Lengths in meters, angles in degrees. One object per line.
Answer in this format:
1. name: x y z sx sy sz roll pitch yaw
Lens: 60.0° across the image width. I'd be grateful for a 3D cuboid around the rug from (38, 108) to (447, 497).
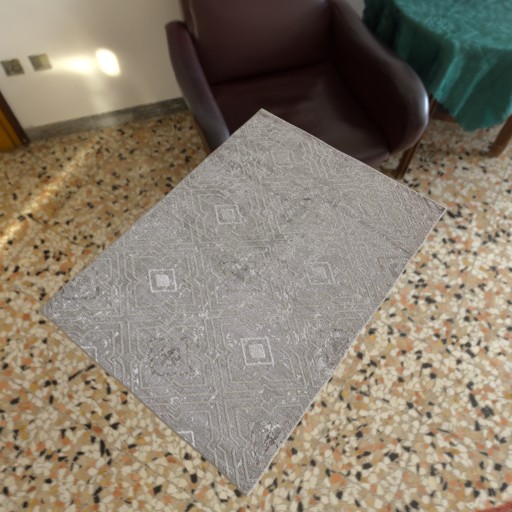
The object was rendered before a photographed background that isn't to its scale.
1. rug: 0.000 0.000 4.323 2.448 0.020 3.359 34 65 18
